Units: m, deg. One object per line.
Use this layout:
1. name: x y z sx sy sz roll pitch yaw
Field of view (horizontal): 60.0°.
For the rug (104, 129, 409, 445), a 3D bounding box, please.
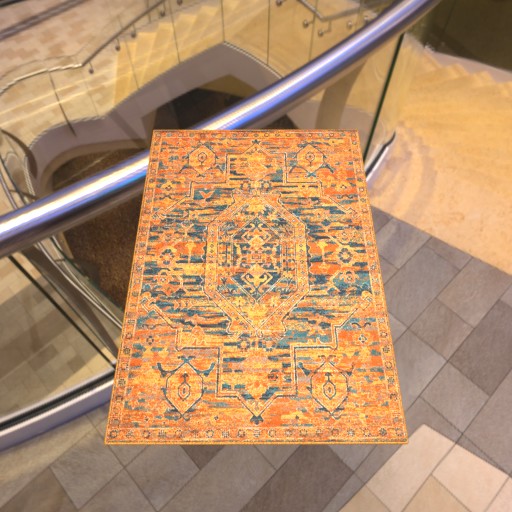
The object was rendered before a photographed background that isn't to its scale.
1. rug: 0.000 0.000 3.696 2.043 0.019 2.916 0 60 0
